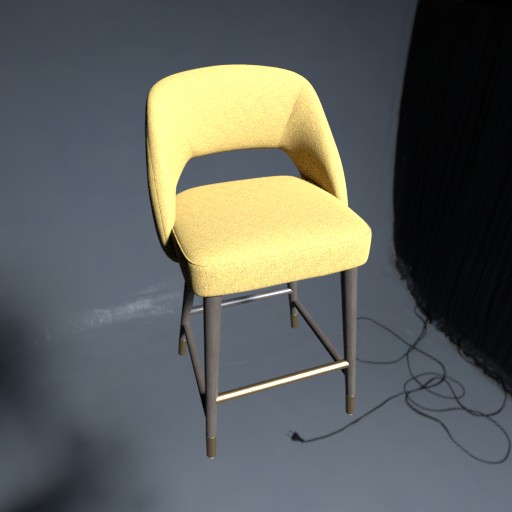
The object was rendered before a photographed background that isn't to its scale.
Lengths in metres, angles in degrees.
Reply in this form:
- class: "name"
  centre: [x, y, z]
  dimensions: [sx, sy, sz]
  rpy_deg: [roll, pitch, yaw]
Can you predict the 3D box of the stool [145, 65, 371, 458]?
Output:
- class: "stool"
  centre: [0.000, 0.000, 1.257]
  dimensions: [0.536, 0.939, 0.522]
  rpy_deg: [-10, 33, -16]
